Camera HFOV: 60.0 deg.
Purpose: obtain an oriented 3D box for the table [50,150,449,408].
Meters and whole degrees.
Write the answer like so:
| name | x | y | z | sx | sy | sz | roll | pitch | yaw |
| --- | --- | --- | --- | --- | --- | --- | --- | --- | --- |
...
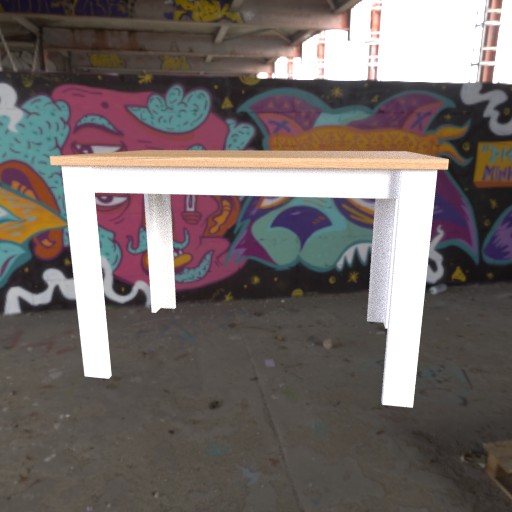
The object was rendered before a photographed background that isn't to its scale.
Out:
| name | x | y | z | sx | sy | sz | roll | pitch | yaw |
| --- | --- | --- | --- | --- | --- | --- | --- | --- | --- |
| table | 0.000 | 0.000 | 1.627 | 1.100 | 0.734 | 0.700 | 3 | 15 | 9 |
